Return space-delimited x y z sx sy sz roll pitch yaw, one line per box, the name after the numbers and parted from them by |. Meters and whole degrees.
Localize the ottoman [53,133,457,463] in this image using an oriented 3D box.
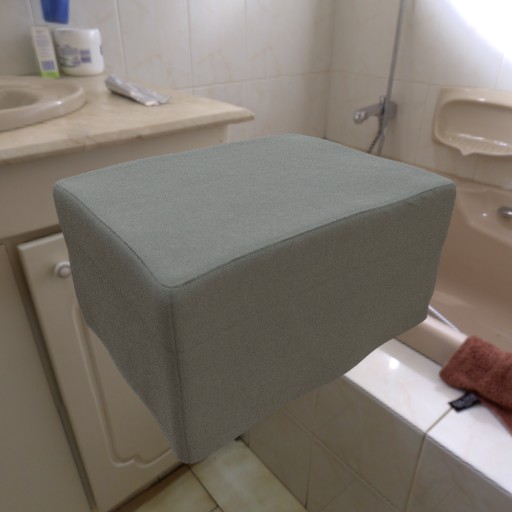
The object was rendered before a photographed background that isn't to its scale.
0.000 0.000 1.215 0.833 0.461 0.648 -20 35 -32 | ottoman
